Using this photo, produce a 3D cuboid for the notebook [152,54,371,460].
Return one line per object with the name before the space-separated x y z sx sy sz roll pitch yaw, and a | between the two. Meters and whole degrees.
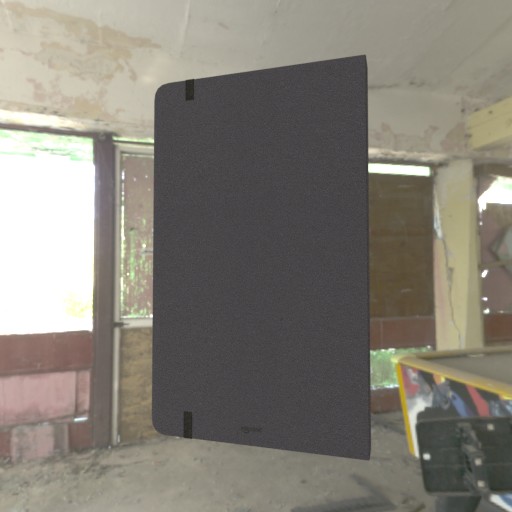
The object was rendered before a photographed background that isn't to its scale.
notebook | 0.000 0.000 0.258 0.127 0.213 0.016 -1 -2 18
